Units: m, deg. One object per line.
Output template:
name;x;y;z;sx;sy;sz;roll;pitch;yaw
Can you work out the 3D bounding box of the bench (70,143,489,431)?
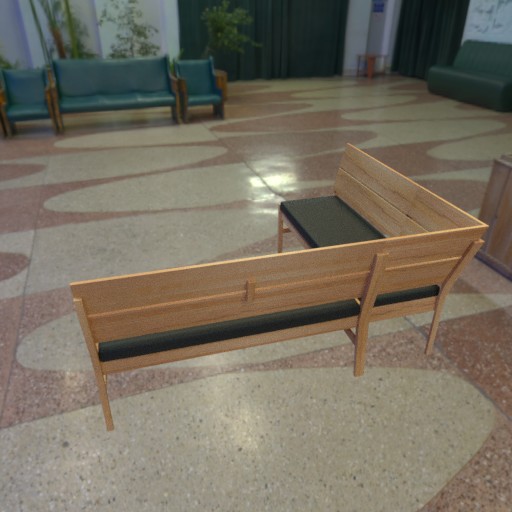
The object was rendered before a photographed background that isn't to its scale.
bench;0.000;0.000;2.817;1.948;0.890;1.548;-8;31;-14
